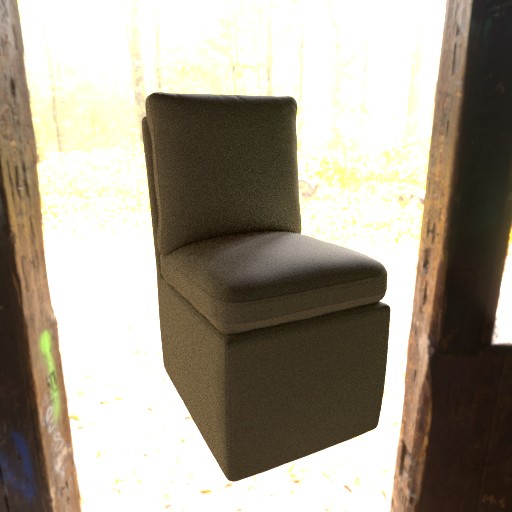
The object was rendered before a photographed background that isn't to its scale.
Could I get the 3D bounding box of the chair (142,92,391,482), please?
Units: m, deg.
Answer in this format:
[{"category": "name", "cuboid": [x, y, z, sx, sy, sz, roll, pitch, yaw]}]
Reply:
[{"category": "chair", "cuboid": [0.000, 0.000, 1.320, 0.503, 0.927, 0.698, -8, 19, -25]}]
